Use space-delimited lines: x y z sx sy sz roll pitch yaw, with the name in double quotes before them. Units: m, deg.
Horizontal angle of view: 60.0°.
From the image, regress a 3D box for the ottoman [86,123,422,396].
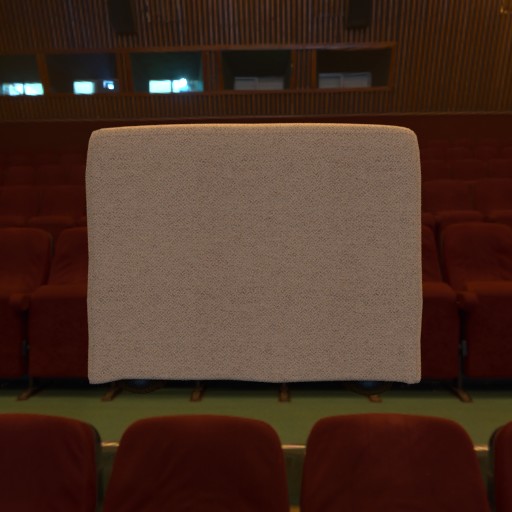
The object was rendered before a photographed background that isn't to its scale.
"ottoman" 0.000 0.000 0.920 0.521 0.453 0.512 0 1 1
